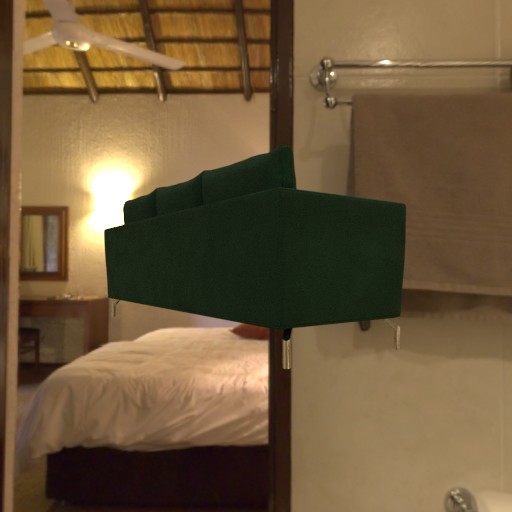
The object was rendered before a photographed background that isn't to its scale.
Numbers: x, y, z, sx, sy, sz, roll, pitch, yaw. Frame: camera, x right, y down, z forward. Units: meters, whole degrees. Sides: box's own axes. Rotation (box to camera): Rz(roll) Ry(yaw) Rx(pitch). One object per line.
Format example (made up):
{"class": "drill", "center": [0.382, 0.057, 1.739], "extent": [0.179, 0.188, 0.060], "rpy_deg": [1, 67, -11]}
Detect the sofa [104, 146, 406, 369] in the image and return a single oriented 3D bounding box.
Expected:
{"class": "sofa", "center": [0.000, 0.000, 3.209], "extent": [1.489, 1.007, 2.441], "rpy_deg": [1, -2, -35]}
